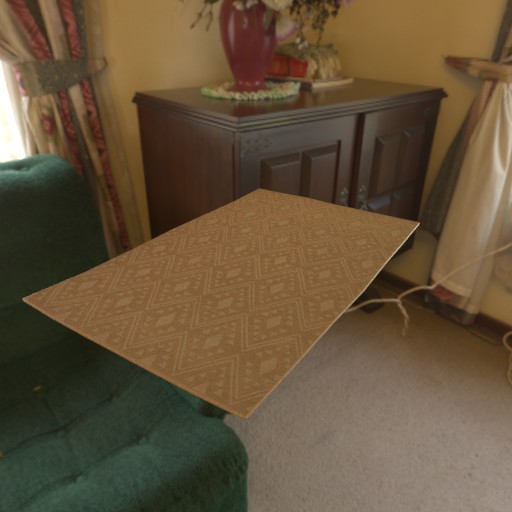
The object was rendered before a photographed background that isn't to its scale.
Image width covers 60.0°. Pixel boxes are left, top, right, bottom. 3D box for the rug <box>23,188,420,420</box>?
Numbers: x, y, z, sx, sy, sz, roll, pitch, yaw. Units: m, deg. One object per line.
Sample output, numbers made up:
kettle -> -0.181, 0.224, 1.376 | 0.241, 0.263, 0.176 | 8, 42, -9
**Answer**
rug -> 0.000, 0.000, 3.023 | 1.553, 0.053, 2.430 | 17, 32, 30
